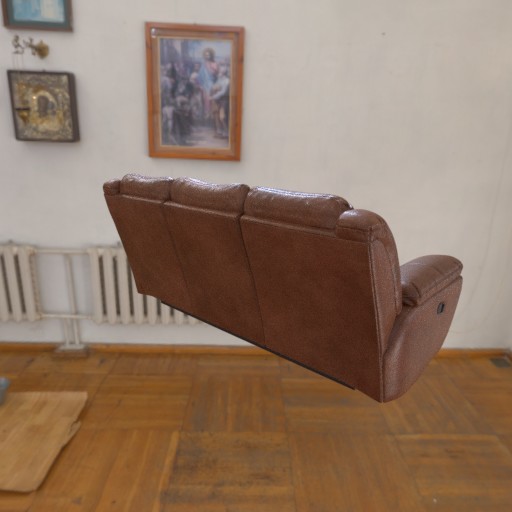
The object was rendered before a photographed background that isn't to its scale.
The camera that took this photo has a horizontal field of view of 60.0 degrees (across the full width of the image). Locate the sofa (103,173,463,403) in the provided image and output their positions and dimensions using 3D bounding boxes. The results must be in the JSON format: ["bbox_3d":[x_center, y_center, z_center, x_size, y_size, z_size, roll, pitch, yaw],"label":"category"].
[{"bbox_3d":[0.000,0.000,2.915,2.337,1.043,0.991,14,21,43],"label":"sofa"}]
